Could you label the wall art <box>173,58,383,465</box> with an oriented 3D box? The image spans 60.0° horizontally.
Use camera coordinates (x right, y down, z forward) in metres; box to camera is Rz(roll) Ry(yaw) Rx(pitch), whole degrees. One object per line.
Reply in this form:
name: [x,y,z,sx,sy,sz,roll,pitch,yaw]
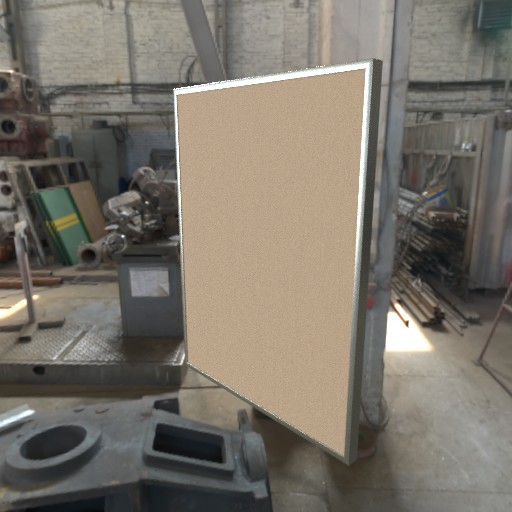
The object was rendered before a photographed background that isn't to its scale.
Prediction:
wall art: [0.000,0.000,1.412,0.041,1.062,0.803,-13,19,-42]
